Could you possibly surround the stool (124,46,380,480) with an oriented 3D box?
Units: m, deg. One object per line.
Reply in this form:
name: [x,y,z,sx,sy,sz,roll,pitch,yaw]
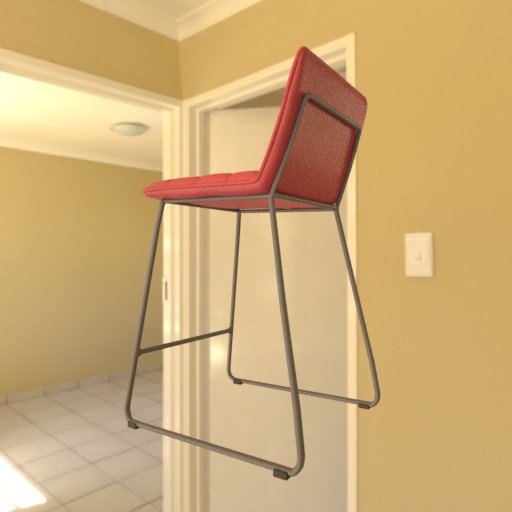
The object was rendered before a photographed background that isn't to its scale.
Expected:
stool: [0.000,0.000,1.184,0.524,0.866,0.489,0,0,33]
